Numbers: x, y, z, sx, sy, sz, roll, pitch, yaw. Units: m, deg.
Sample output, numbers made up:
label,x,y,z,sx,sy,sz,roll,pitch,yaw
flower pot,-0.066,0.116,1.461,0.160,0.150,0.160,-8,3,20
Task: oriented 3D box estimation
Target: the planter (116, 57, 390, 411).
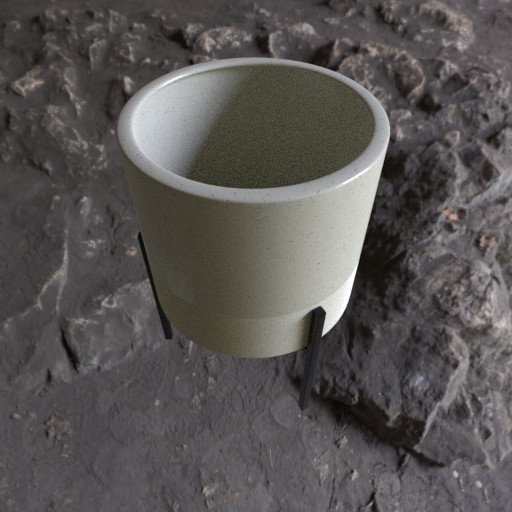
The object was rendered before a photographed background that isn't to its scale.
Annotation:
label,x,y,z,sx,sy,sz,roll,pitch,yaw
planter,0.000,0.000,0.332,0.152,0.230,0.159,-24,51,-20
